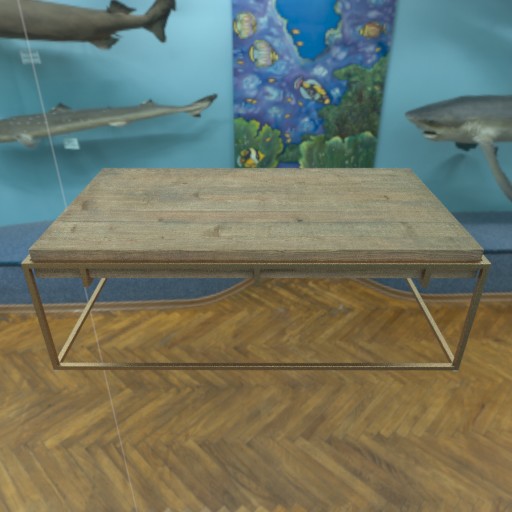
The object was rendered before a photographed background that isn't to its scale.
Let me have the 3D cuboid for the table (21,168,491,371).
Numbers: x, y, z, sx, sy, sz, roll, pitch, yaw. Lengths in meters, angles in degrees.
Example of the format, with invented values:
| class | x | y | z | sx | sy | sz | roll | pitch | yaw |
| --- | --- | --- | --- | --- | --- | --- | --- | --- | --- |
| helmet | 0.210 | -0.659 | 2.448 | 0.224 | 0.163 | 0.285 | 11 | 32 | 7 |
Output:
| class | x | y | z | sx | sy | sz | roll | pitch | yaw |
| --- | --- | --- | --- | --- | --- | --- | --- | --- | --- |
| table | 0.000 | 0.000 | 1.739 | 1.387 | 0.468 | 0.775 | 0 | 30 | 0 |
